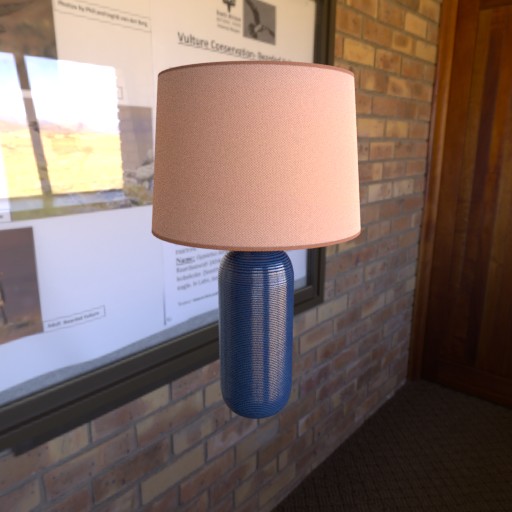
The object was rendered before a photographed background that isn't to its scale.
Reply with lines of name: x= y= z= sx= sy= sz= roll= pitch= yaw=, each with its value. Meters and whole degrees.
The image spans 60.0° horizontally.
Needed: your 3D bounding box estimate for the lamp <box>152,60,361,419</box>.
lamp: x=0.000 y=0.000 z=0.811 sx=0.367 sy=0.609 sz=0.367 roll=0 pitch=14 yaw=0
